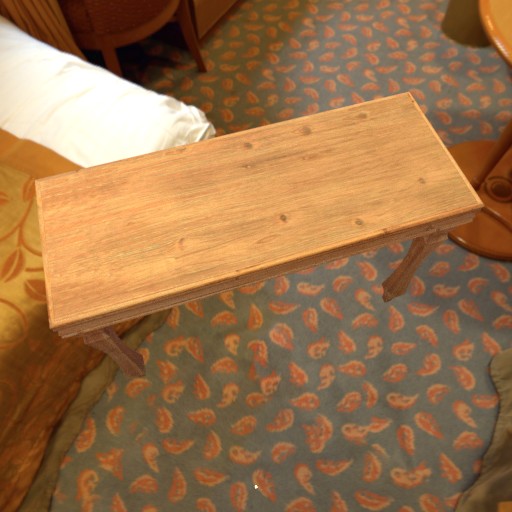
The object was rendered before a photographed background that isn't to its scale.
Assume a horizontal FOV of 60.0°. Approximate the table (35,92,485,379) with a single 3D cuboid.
[{"bbox_3d":[0.000,0.000,1.786,1.330,0.873,0.522,-16,64,-8],"label":"table"}]
